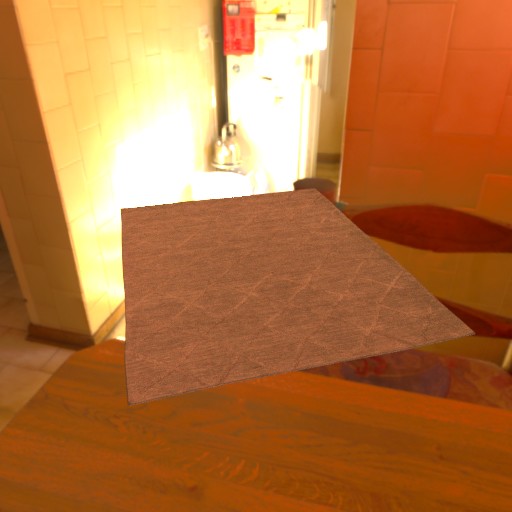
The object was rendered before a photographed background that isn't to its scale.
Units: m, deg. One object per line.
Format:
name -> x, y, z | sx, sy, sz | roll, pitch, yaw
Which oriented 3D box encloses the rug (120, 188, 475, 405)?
rug -> 0.000, 0.000, 4.155 | 2.438, 0.013, 3.048 | -8, 30, -14
